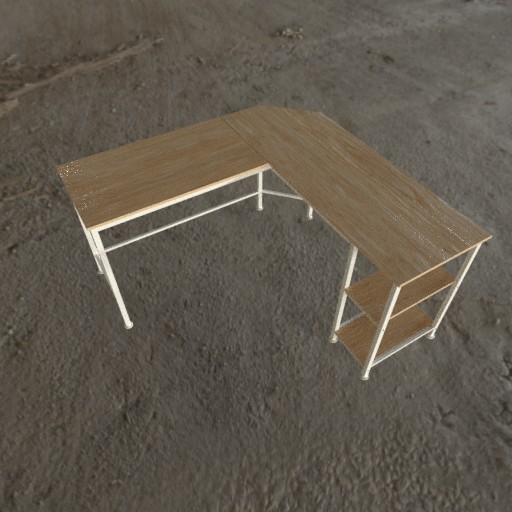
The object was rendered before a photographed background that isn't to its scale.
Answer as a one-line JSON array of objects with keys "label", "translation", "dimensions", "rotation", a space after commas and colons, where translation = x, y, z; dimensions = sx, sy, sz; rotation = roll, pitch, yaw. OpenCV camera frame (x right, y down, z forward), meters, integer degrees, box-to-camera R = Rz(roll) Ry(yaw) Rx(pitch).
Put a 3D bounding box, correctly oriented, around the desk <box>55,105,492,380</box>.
[{"label": "desk", "translation": [0.000, 0.000, 2.203], "dimensions": [1.379, 0.739, 1.379], "rotation": [-24, 51, -21]}]
